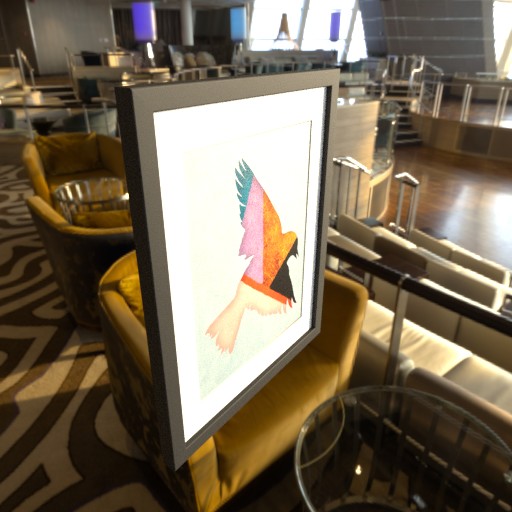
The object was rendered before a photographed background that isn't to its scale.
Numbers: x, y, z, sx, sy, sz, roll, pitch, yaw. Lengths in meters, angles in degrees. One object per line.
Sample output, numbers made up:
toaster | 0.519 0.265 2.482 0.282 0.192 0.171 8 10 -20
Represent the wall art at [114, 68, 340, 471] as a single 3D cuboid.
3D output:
wall art | 0.000 0.000 0.736 0.028 0.558 0.457 18 31 33
